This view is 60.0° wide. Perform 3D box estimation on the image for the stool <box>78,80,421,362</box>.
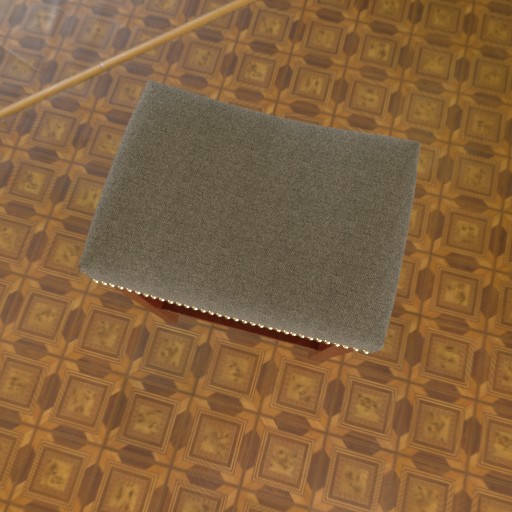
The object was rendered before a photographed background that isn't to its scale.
[{"bbox_3d":[0.000,0.000,1.057,0.504,0.742,0.372,14,76,4],"label":"stool"}]
